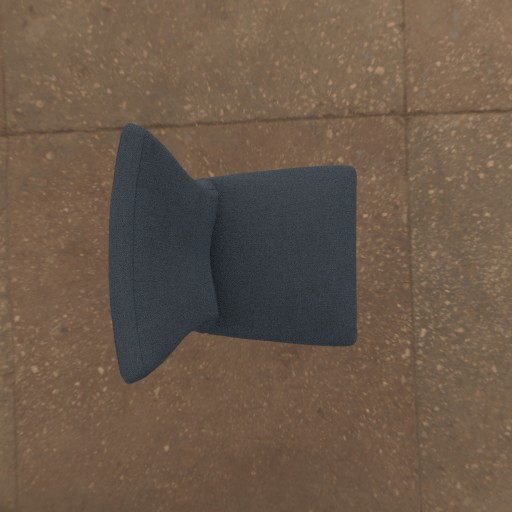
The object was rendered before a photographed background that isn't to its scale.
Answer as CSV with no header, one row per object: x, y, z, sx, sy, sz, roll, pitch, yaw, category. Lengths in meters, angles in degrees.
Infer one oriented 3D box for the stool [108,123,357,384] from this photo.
0.000,0.000,1.338,0.574,1.000,0.514,0,89,1,stool
